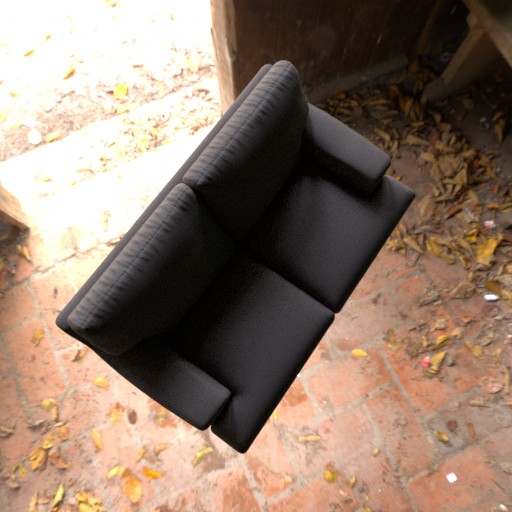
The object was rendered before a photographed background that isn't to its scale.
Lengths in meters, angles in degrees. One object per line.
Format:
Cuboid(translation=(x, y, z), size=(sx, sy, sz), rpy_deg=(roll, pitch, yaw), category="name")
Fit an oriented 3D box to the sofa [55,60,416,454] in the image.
Cuboid(translation=(0.000, 0.000, 2.529), size=(1.143, 0.940, 1.880), rpy_deg=(34, 78, 9), category="sofa")
